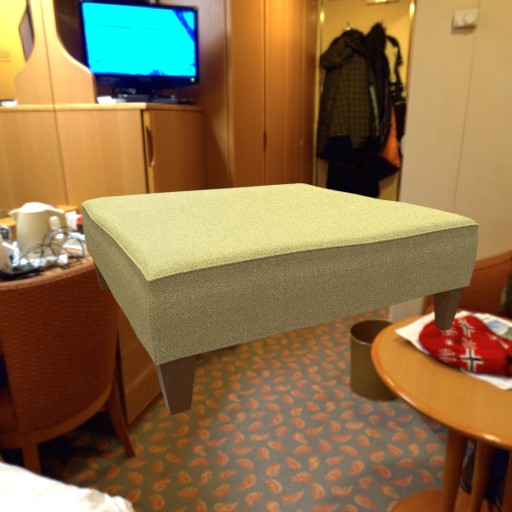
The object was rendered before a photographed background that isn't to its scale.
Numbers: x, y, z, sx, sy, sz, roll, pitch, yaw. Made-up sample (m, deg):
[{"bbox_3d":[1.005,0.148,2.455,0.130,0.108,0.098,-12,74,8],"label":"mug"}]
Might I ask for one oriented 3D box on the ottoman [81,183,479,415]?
[{"bbox_3d":[0.000,0.000,1.534,1.004,0.379,0.968,-9,19,-27],"label":"ottoman"}]
